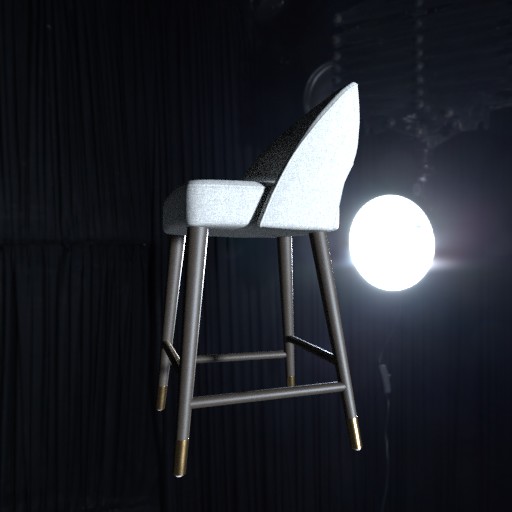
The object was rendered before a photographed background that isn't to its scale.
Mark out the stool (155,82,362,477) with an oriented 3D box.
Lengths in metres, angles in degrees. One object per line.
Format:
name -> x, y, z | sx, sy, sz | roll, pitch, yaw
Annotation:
stool -> 0.000, 0.000, 1.228 | 0.509, 0.940, 0.494 | 0, 0, -18
